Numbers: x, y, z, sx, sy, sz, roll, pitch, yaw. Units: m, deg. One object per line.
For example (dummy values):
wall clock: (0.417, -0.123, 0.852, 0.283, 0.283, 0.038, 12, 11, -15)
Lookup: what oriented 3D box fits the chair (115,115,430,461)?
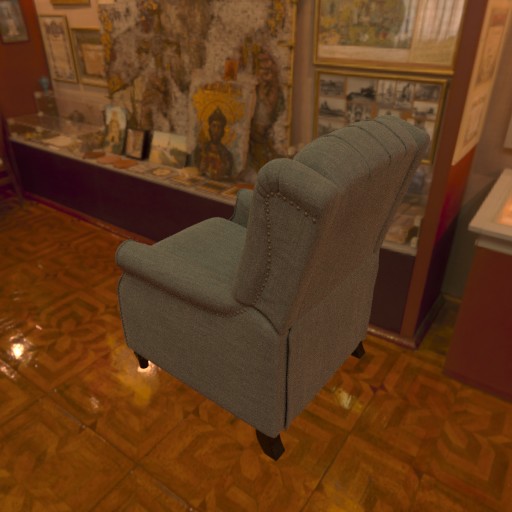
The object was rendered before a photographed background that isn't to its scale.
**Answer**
chair: (0.000, 0.000, 1.616, 0.898, 1.035, 0.742, 21, 35, 32)
